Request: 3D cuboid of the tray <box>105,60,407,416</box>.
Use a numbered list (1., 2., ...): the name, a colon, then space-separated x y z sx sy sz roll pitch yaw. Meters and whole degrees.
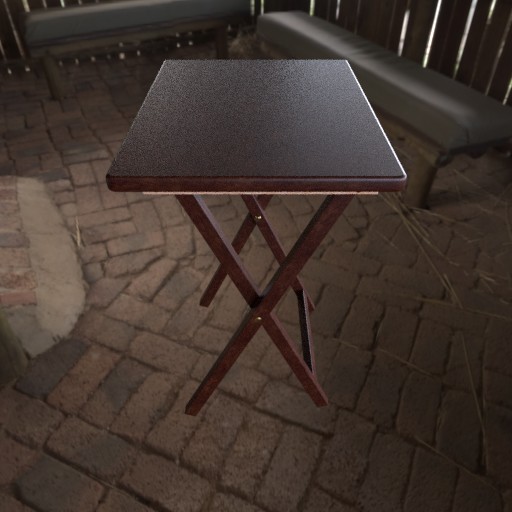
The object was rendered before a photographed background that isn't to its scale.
1. tray: 0.000 0.000 0.948 0.381 0.660 0.483 0 40 0
